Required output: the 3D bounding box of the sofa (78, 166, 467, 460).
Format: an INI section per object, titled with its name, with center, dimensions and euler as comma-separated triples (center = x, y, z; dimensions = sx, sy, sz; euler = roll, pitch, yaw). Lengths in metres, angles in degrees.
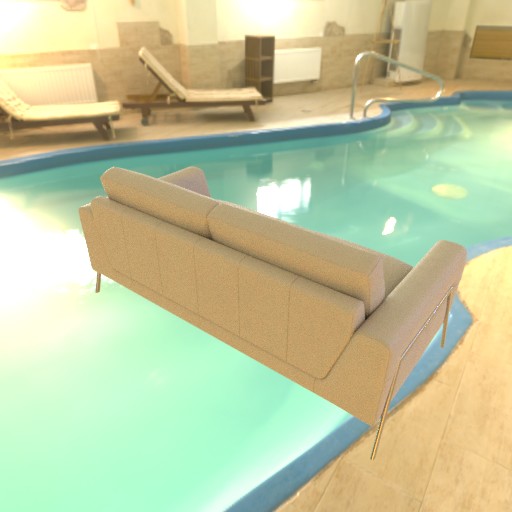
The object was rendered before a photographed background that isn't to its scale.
[sofa]
center = 0.000, 0.000, 2.534
dimensions = 2.017, 0.875, 0.953
euler = 22, 37, 32
